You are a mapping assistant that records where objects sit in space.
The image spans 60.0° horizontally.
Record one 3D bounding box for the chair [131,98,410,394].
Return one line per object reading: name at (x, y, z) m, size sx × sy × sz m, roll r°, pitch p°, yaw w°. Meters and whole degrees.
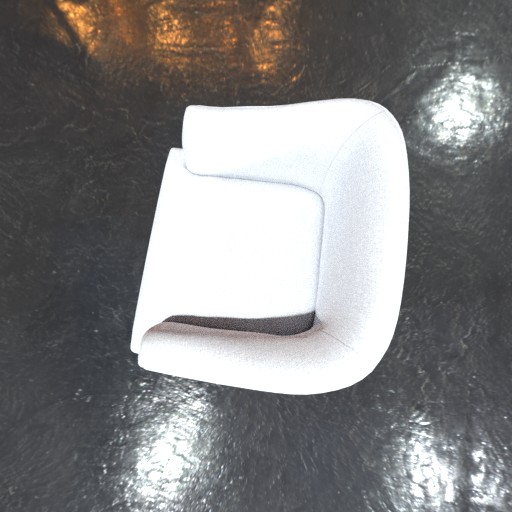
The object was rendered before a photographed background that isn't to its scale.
chair at (0.000, 0.000, 1.412) m, size 0.704 × 0.815 × 0.798 m, roll 7°, pitch 75°, yaw 2°
